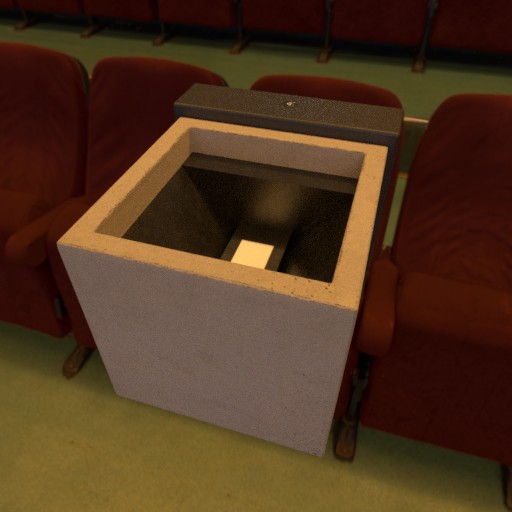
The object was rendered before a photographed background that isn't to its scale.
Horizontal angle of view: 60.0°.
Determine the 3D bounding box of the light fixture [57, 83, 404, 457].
[{"bbox_3d":[0.000,0.000,0.238,0.121,0.121,0.143,12,44,13],"label":"light fixture"}]
